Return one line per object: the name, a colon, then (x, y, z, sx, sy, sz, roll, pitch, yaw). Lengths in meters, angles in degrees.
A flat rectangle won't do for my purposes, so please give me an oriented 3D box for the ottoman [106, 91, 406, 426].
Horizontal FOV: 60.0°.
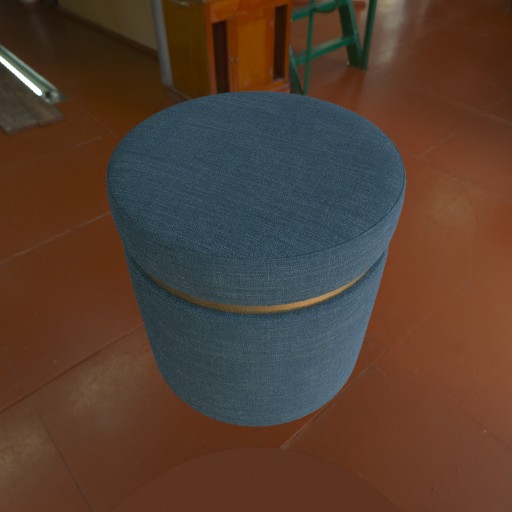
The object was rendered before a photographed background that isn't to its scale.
ottoman: (0.000, 0.000, 0.723, 0.398, 0.406, 0.398, 0, 45, 0)
